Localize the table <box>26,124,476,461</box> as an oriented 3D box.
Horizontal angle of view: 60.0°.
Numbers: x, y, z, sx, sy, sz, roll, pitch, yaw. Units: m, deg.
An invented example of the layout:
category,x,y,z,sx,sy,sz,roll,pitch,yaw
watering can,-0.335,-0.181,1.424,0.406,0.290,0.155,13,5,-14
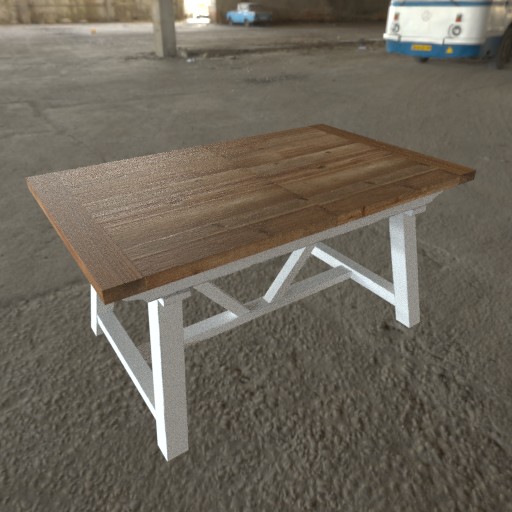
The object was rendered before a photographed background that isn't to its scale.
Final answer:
category,x,y,z,sx,sy,sz,roll,pitch,yaw
table,0.000,0.000,1.917,1.503,0.743,0.922,-19,35,-29
